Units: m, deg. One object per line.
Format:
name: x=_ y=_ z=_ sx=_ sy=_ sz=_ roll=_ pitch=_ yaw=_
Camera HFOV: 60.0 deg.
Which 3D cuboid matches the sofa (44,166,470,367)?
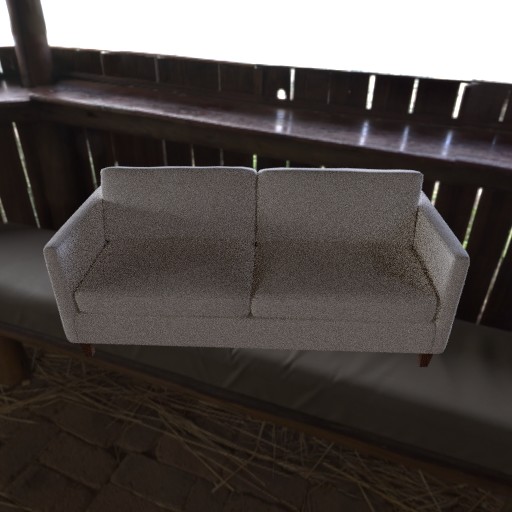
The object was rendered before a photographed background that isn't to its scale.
sofa: x=0.000 y=0.000 z=2.675 sx=2.139 sy=0.933 sz=0.924 roll=1 pitch=31 yaw=2
